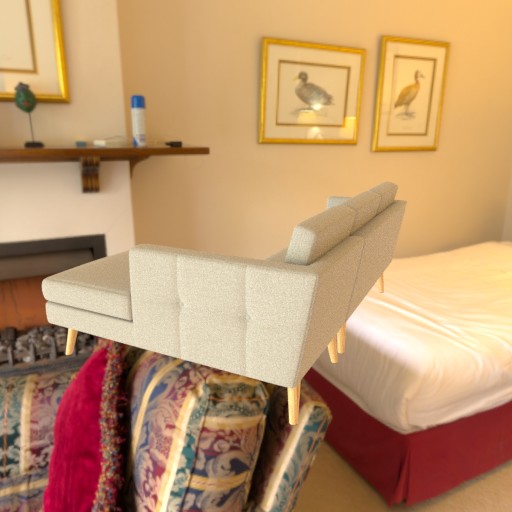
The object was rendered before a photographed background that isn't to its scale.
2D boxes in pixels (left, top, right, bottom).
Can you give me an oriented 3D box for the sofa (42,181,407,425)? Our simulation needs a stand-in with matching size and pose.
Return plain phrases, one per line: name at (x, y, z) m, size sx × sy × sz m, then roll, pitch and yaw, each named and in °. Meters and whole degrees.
sofa at (0.000, 0.000, 2.870) m, size 1.530 × 0.860 × 2.040 m, roll 8°, pitch 18°, yaw 26°
